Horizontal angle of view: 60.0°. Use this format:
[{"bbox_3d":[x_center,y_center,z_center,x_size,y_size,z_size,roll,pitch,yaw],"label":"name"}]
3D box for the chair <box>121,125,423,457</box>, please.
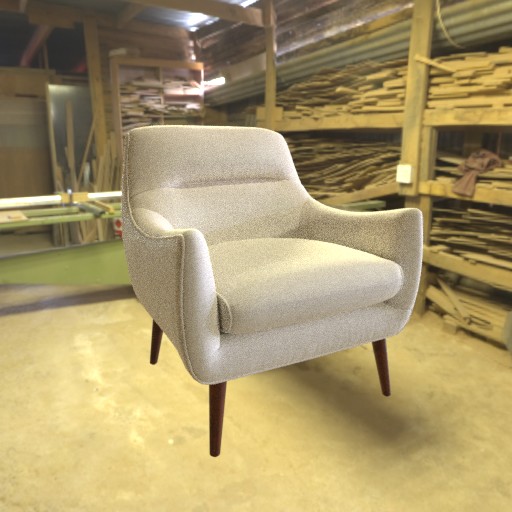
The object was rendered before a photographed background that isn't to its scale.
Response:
[{"bbox_3d":[0.000,0.000,1.445,0.762,0.838,0.787,-7,16,-28],"label":"chair"}]
